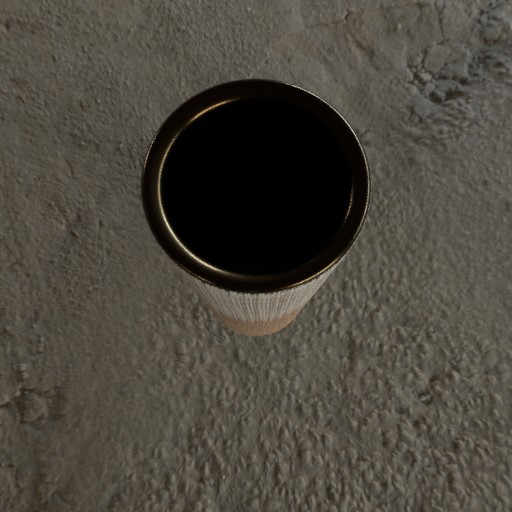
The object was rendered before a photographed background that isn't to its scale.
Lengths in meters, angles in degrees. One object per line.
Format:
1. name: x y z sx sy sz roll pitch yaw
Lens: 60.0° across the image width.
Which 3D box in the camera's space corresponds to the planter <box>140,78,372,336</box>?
1. planter: 0.000 0.000 0.322 0.099 0.278 0.099 38 79 9
